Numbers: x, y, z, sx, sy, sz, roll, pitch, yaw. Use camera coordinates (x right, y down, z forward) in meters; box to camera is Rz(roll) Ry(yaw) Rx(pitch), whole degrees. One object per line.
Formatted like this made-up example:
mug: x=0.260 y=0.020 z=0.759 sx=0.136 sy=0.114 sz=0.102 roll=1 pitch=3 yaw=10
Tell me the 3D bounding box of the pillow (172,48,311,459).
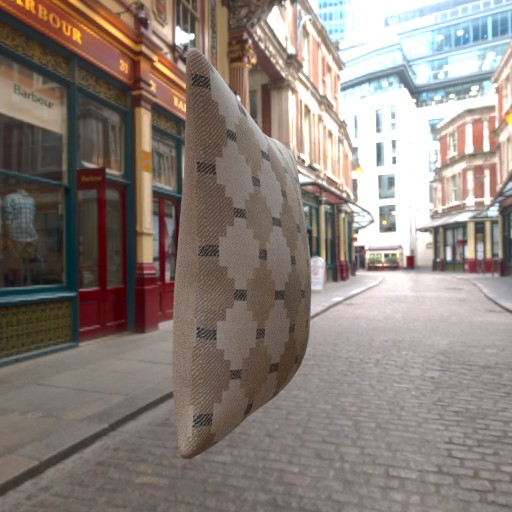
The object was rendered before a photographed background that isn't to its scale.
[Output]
pillow: x=0.000 y=0.000 z=0.852 sx=0.192 sy=0.558 sz=0.578 roll=0 pitch=-1 yaw=19
